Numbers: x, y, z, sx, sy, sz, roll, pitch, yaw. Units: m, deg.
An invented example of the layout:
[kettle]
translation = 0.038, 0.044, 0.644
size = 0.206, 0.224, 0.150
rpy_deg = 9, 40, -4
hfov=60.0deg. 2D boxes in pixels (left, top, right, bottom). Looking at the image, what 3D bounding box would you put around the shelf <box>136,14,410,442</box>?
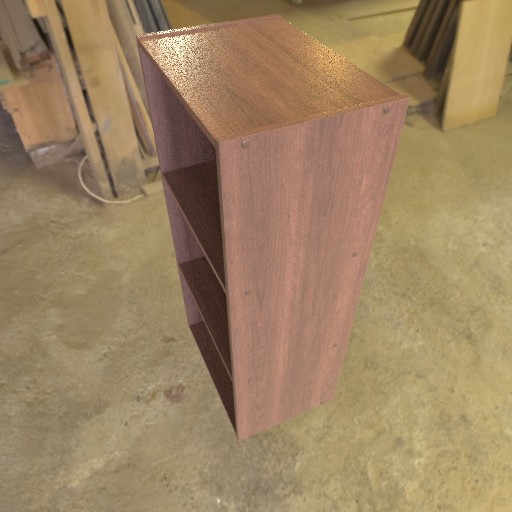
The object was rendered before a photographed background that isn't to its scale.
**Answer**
[shelf]
translation = 0.000, 0.000, 1.024
size = 0.290, 0.879, 0.414
rpy_deg = -18, 48, -17
